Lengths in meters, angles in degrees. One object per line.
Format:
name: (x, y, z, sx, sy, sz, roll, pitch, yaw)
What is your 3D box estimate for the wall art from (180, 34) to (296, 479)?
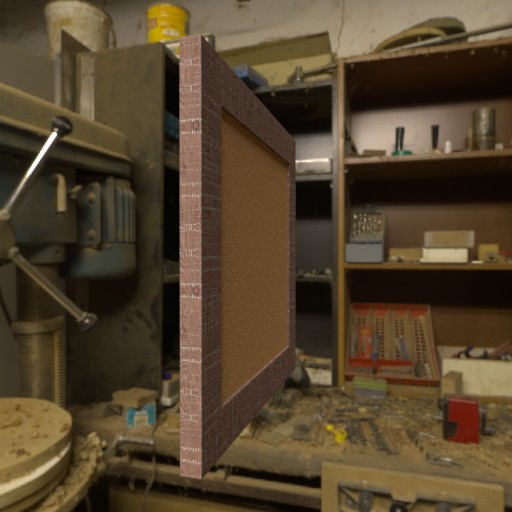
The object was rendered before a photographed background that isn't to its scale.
wall art: (0.000, 0.000, 0.786, 0.029, 0.531, 0.531, 0, 1, 17)
